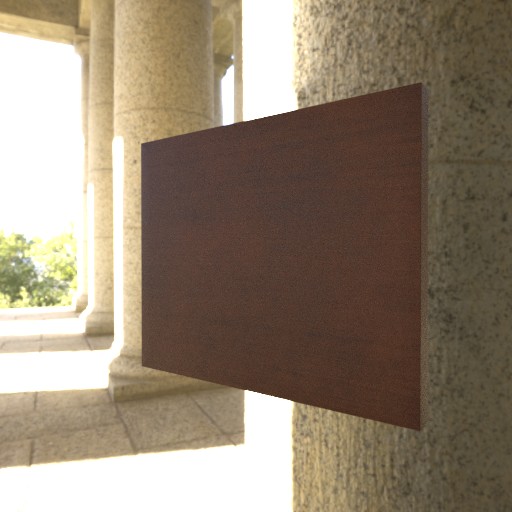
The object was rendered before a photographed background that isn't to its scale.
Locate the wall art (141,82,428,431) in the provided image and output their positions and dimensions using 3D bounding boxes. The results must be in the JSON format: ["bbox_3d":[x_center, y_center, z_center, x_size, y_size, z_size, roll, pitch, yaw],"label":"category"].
[{"bbox_3d":[0.000,0.000,0.758,0.558,0.457,0.033,0,1,36],"label":"wall art"}]
